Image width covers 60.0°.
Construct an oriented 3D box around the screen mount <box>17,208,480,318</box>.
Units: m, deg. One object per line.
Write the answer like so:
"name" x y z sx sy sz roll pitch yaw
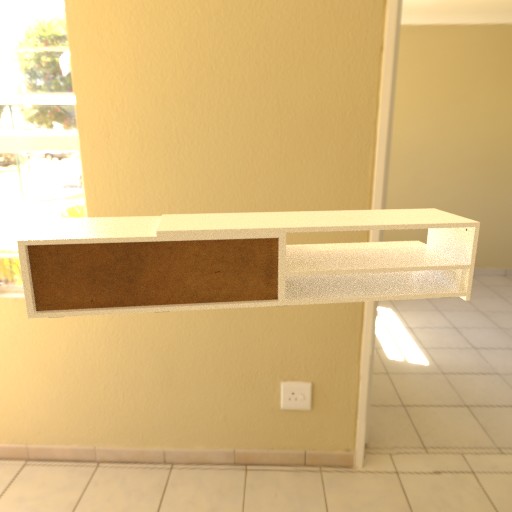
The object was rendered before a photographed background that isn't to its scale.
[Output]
"screen mount" 0.000 0.000 1.834 1.680 0.320 0.420 -2 15 -7
